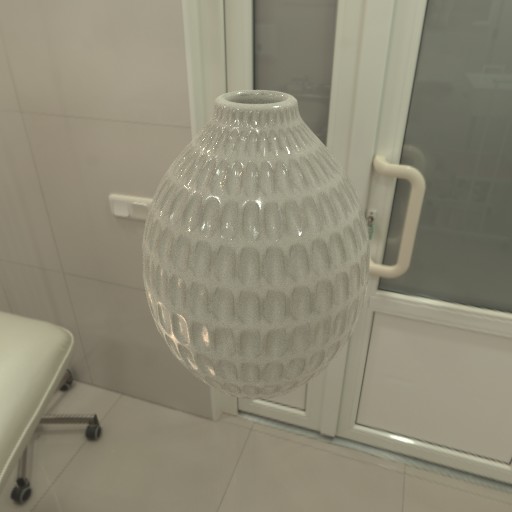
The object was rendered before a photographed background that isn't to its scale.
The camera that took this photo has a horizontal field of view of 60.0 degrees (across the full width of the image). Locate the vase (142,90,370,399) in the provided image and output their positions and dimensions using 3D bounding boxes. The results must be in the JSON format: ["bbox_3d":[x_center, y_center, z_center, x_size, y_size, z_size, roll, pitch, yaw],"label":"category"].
[{"bbox_3d":[0.000,0.000,0.323,0.162,0.223,0.162,0,31,0],"label":"vase"}]
